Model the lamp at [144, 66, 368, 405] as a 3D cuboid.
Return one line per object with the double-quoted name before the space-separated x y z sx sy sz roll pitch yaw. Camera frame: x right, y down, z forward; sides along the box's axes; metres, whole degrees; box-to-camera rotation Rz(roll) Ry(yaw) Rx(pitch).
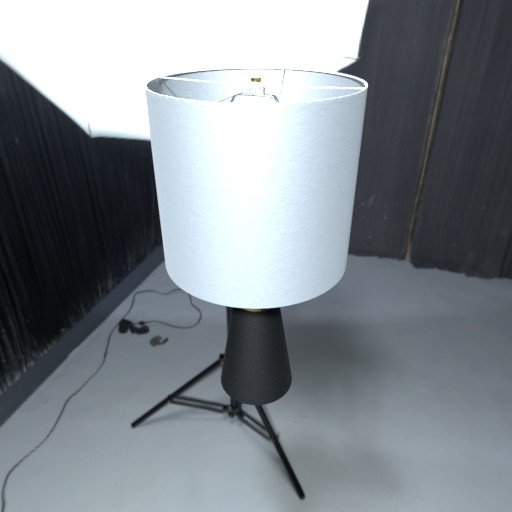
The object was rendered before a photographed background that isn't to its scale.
"lamp" 0.000 0.000 0.766 0.308 0.580 0.308 10 31 16
